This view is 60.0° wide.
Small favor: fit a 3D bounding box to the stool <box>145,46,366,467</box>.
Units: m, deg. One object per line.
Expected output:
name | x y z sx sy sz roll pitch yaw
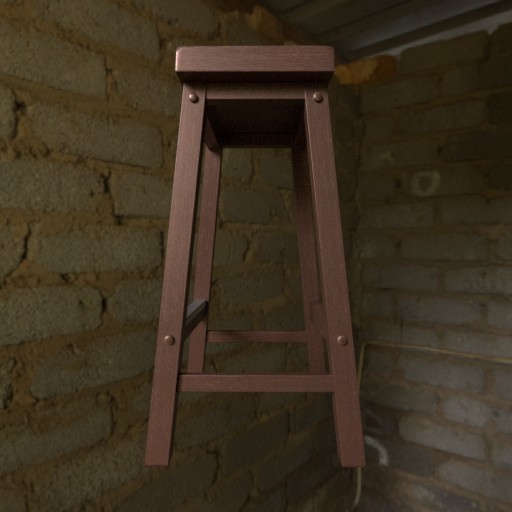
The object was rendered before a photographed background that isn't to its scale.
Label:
stool | 0.000 0.000 0.842 0.322 0.610 0.406 0 1 0
